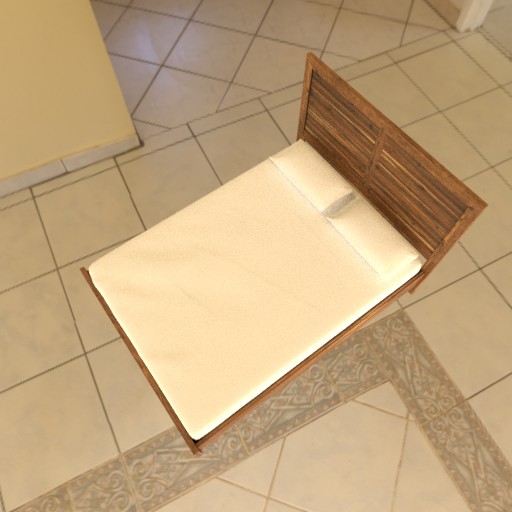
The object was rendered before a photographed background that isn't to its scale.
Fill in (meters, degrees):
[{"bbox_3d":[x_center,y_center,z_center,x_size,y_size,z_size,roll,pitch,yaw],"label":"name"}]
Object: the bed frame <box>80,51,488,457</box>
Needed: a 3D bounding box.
[{"bbox_3d":[0.000,0.000,3.334,2.276,1.417,1.696,-33,68,-16],"label":"bed frame"}]
